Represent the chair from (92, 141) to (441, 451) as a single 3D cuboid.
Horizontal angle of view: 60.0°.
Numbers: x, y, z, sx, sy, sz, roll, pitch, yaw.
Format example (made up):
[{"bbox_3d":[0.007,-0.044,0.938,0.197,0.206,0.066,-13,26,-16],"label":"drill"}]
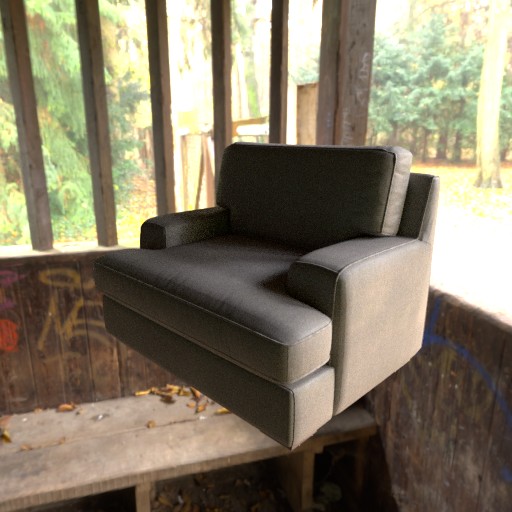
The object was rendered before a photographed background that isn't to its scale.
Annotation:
[{"bbox_3d":[0.000,0.000,2.004,1.270,0.974,1.043,15,22,42],"label":"chair"}]
